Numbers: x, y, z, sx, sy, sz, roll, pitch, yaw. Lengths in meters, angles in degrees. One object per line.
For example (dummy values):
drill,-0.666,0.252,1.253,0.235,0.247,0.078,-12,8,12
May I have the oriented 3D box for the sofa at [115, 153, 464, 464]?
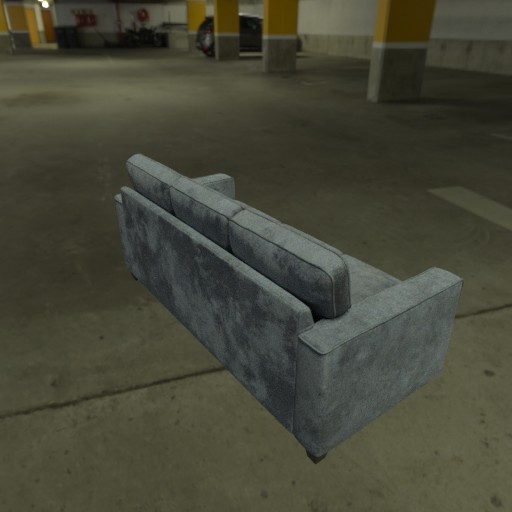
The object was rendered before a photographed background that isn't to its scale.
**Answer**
sofa,0.000,0.000,2.676,0.939,0.965,2.133,-19,33,-32
